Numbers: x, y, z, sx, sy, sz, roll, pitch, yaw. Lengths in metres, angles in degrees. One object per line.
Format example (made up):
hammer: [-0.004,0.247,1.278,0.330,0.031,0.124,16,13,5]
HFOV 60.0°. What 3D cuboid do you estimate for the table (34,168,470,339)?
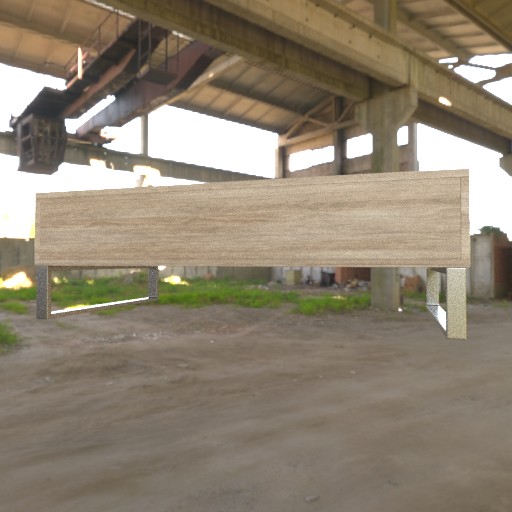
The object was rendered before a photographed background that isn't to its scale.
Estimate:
table: [0.000,0.000,1.351,1.100,0.350,0.600,0,-1,17]
